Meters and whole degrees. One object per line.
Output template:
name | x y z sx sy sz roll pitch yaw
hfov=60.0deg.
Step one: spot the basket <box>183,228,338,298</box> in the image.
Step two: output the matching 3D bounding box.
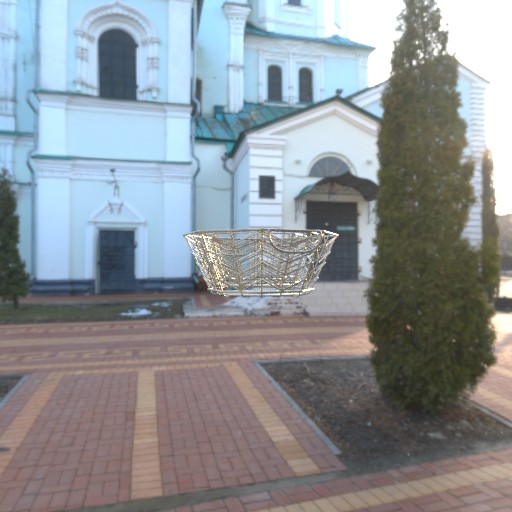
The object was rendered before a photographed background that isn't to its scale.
basket | 0.000 0.000 1.388 0.432 0.178 1.246 0 -1 -1
